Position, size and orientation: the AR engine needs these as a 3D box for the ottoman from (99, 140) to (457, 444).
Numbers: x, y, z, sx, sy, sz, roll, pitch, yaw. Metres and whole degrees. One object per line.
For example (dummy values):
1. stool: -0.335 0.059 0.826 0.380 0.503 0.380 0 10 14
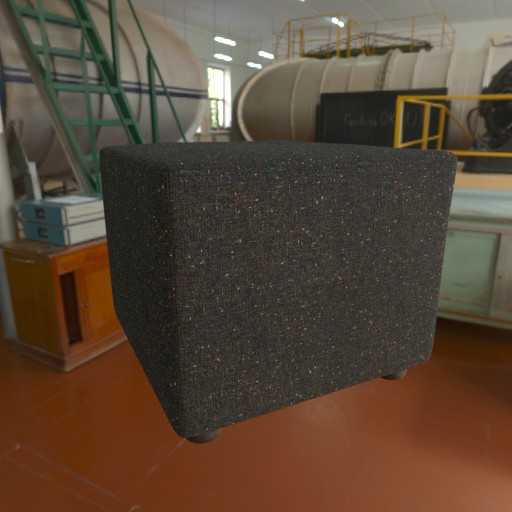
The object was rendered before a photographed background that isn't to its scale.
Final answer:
1. ottoman: 0.000 0.000 0.876 0.508 0.432 0.508 -8 18 -26
